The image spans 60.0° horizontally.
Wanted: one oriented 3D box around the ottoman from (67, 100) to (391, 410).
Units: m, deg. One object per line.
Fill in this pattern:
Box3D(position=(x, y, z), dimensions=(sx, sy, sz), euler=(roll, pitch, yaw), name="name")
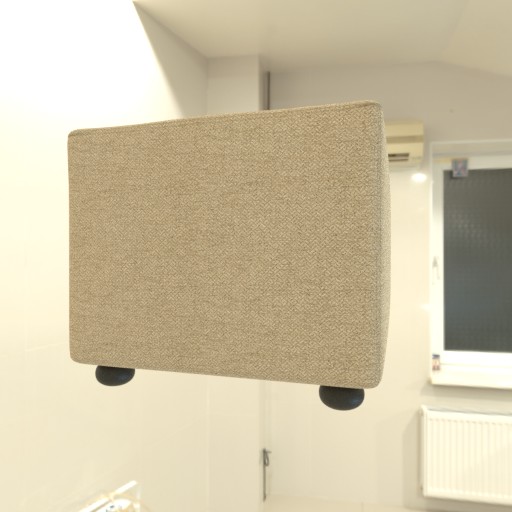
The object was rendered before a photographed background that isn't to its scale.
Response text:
Box3D(position=(0.000, 0.000, 0.877), dimensions=(0.508, 0.432, 0.508), euler=(0, 0, 18), name="ottoman")
